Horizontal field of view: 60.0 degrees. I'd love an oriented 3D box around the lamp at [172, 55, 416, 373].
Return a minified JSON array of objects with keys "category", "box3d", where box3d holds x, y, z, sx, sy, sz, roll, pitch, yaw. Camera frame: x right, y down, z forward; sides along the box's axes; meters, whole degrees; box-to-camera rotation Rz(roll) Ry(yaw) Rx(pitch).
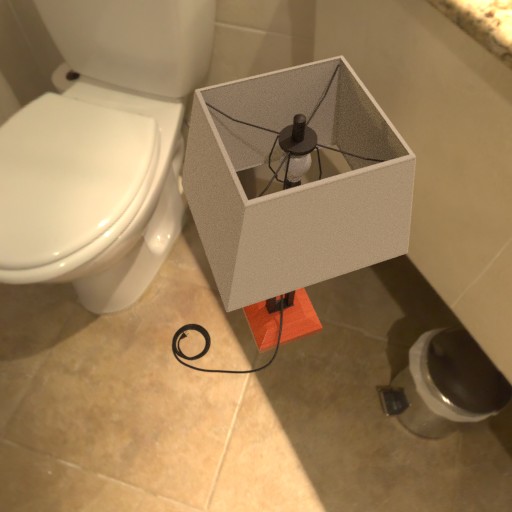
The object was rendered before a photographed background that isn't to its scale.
[{"category":"lamp","box3d":[0.000,0.000,0.963,0.498,0.737,0.310,-17,61,-10]}]
